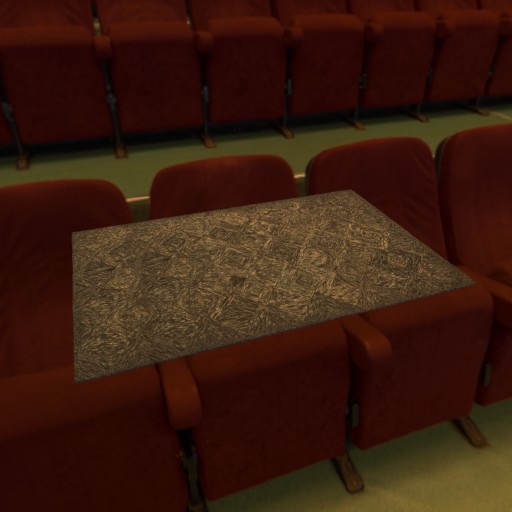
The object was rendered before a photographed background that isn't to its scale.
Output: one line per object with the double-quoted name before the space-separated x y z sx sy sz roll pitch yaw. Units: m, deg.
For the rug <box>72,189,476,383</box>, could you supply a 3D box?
"rug" 0.000 0.000 2.242 1.754 0.010 1.139 -11 34 -17
